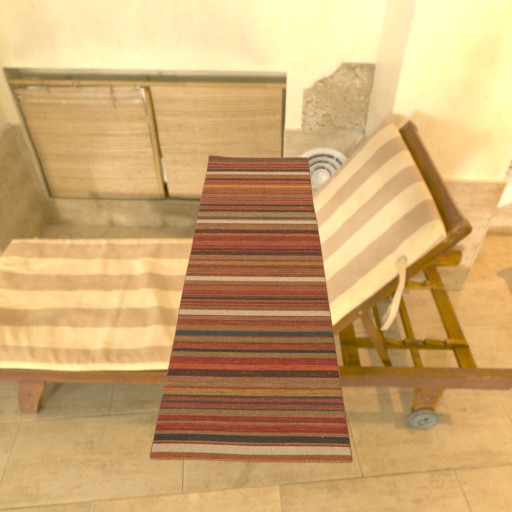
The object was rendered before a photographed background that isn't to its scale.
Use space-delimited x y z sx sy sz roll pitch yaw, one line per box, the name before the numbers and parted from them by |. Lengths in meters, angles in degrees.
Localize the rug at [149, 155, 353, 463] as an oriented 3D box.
rug | 0.000 0.000 2.645 0.799 0.030 2.444 1 41 1
